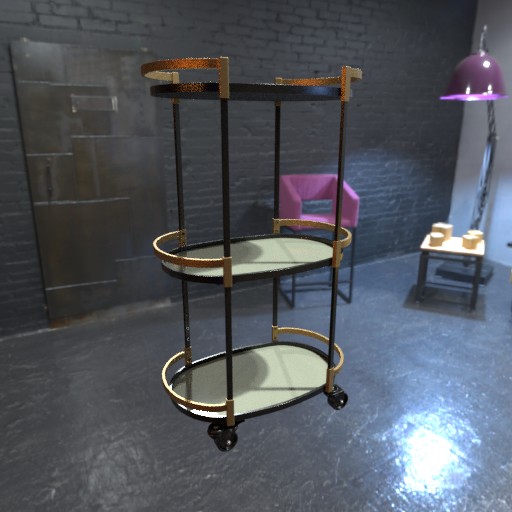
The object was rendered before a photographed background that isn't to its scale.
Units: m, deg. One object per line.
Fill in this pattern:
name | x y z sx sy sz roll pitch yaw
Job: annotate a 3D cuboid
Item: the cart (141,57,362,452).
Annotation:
cart | 0.000 0.000 1.136 0.515 0.885 0.311 -9 19 -27
